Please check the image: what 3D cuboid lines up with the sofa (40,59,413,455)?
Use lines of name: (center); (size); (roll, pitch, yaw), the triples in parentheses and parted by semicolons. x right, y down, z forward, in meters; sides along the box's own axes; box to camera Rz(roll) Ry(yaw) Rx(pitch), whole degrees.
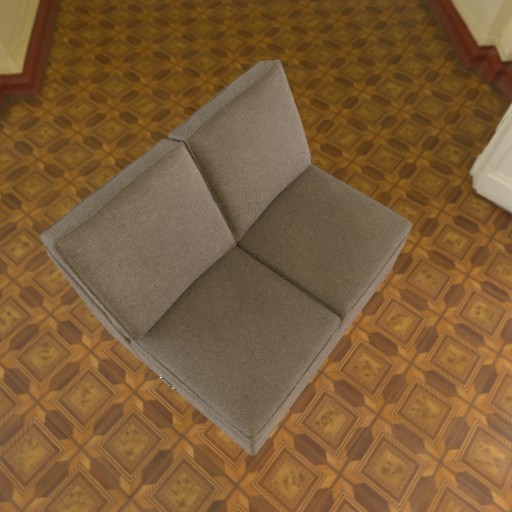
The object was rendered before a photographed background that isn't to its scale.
sofa: (0.000, 0.000, 1.950); (0.951, 1.008, 1.237); (34, 65, 19)
